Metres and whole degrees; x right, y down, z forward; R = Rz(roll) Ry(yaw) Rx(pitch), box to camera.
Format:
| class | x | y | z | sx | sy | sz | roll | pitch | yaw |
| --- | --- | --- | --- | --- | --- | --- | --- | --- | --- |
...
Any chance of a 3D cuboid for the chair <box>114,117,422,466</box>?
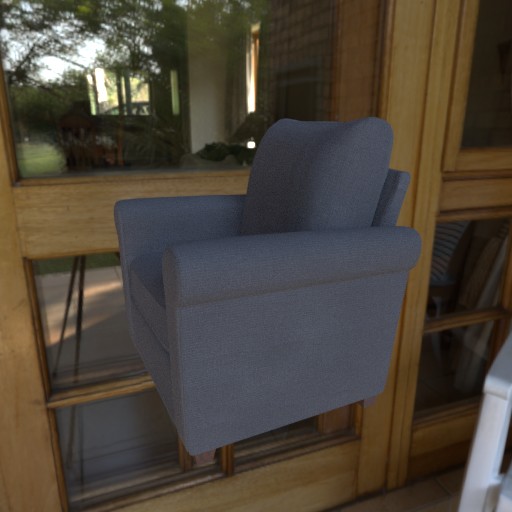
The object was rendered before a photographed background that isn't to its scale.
| class | x | y | z | sx | sy | sz | roll | pitch | yaw |
| --- | --- | --- | --- | --- | --- | --- | --- | --- | --- |
| chair | 0.000 | 0.000 | 1.578 | 0.828 | 0.942 | 0.867 | -8 | 18 | -25 |
